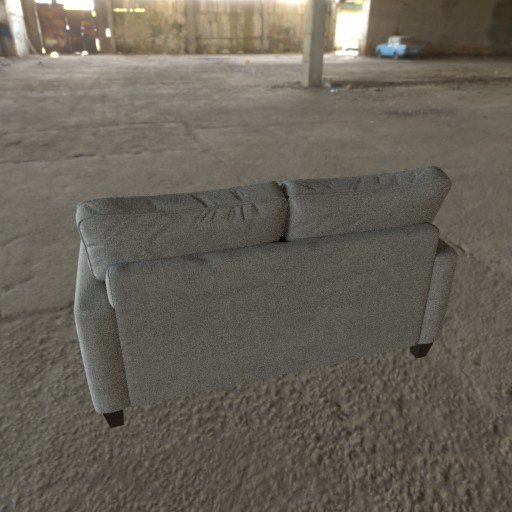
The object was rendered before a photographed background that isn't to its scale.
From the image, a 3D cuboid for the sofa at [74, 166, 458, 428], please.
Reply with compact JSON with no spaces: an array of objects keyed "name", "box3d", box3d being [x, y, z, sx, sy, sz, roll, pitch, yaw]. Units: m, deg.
[{"name":"sofa","box3d":[0.000,0.000,2.209,1.651,0.965,0.965,-8,28,-15]}]
